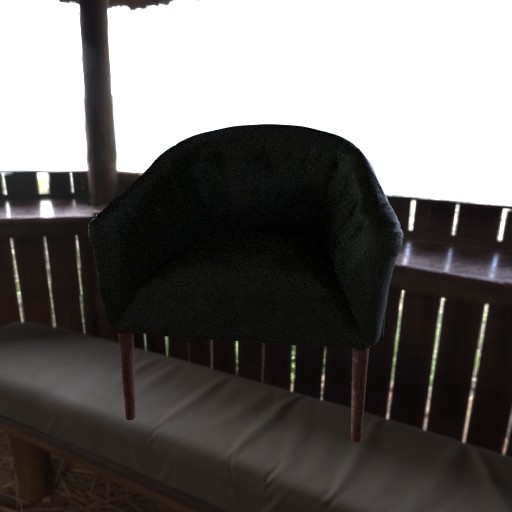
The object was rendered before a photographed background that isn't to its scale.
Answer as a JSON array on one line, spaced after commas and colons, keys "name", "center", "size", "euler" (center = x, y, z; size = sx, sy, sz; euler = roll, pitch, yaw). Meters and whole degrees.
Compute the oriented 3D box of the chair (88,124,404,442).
[{"name": "chair", "center": [0.000, 0.000, 1.536], "size": [0.851, 0.885, 0.776], "euler": [2, 16, 8]}]
